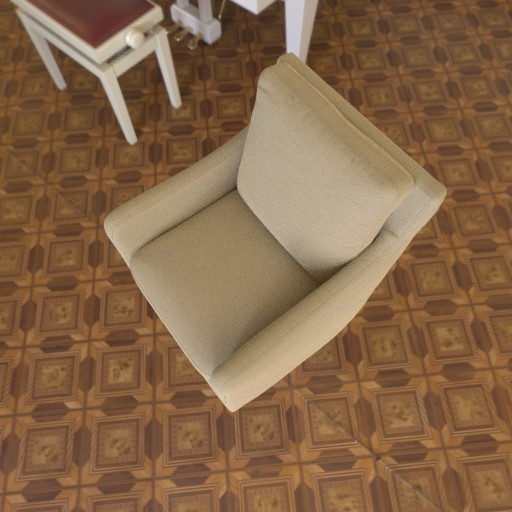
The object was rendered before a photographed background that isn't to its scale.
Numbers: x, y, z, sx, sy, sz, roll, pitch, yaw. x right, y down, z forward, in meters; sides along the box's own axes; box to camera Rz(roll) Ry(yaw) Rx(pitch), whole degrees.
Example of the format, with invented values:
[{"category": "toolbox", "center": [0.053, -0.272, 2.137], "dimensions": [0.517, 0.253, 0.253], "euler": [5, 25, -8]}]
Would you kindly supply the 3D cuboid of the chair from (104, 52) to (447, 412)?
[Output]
[{"category": "chair", "center": [0.000, 0.000, 1.392], "dimensions": [0.694, 0.914, 0.626], "euler": [-35, 69, -15]}]
